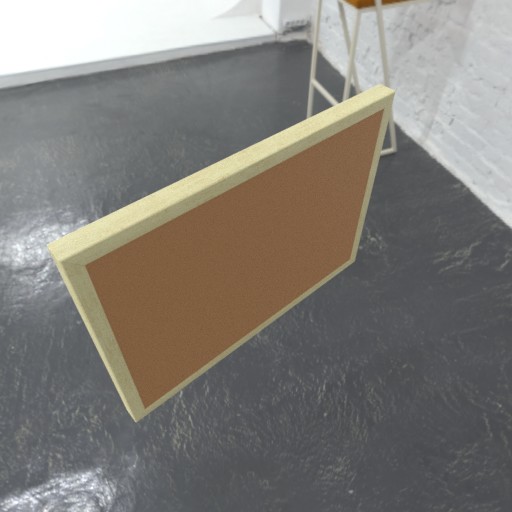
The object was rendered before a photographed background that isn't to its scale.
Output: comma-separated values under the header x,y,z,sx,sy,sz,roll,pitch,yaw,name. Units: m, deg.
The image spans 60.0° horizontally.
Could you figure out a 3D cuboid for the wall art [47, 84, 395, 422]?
x,y,z,sx,sy,sz,roll,pitch,yaw,name
0.000,0.000,0.696,0.533,0.381,0.032,-32,55,-27,wall art
